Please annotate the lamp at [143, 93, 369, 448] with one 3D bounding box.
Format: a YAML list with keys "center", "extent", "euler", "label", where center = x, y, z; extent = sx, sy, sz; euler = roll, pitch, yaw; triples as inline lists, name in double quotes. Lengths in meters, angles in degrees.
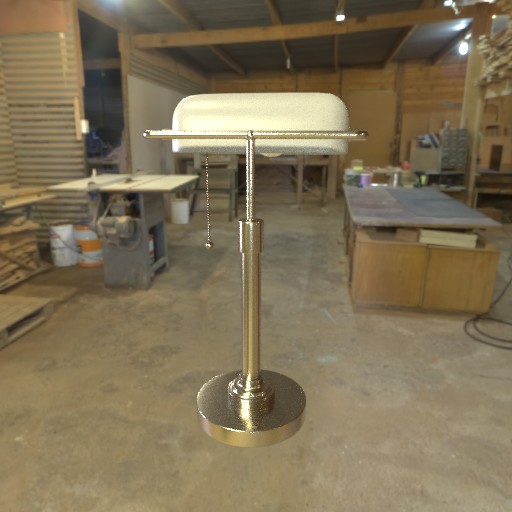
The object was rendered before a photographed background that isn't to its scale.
- center: [0.000, 0.000, 0.574]
  extent: [0.269, 0.404, 0.227]
  euler: [2, 15, 8]
  label: "lamp"
